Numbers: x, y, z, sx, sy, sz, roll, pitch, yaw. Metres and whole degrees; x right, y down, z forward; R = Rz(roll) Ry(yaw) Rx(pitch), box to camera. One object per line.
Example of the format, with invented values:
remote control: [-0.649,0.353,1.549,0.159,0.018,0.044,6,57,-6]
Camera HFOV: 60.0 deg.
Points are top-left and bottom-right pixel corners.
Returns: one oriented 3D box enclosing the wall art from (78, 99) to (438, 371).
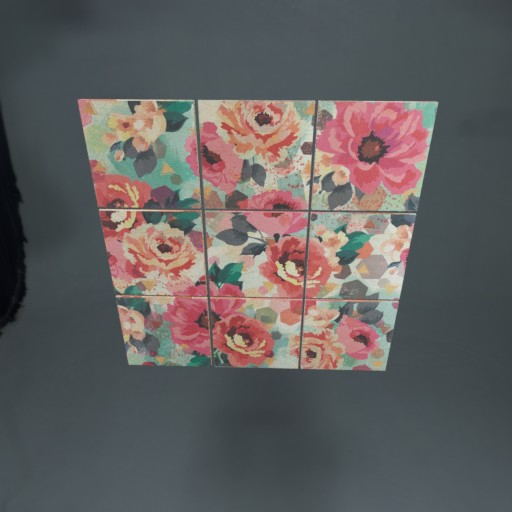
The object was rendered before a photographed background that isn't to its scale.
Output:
wall art: [0.000,0.000,1.351,0.911,0.910,0.012,1,30,2]
